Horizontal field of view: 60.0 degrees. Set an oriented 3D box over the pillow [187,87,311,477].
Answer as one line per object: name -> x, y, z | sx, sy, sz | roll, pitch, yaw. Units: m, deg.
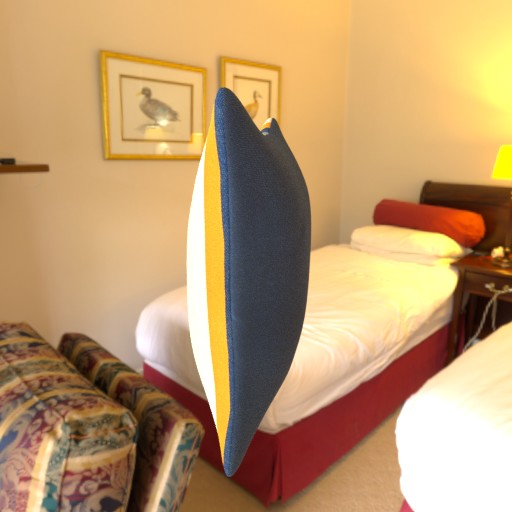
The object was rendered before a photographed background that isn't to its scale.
pillow -> 0.000, 0.000, 0.711 | 0.173, 0.454, 0.463 | 2, 14, 8
